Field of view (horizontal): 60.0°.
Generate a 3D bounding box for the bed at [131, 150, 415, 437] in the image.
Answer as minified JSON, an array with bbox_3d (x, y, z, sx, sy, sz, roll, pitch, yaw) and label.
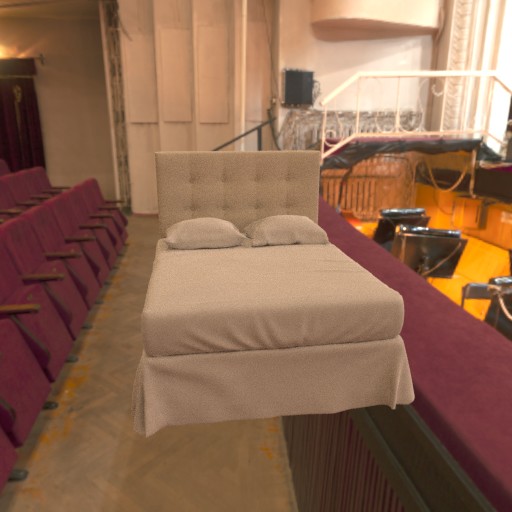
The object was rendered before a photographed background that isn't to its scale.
[{"bbox_3d":[0.000,0.000,3.602,1.936,1.577,2.222,-3,16,-9],"label":"bed"}]
